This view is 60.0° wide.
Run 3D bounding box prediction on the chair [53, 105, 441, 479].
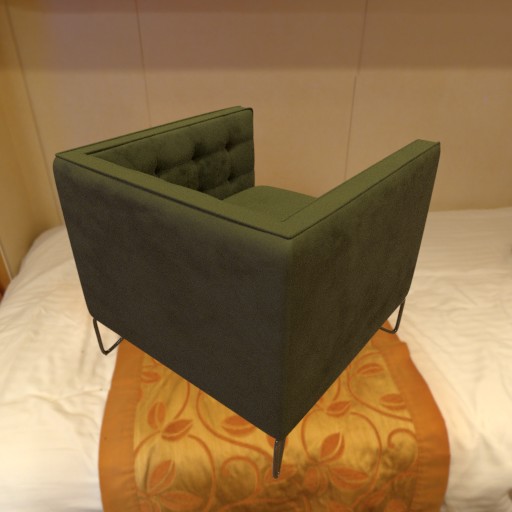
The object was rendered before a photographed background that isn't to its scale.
[{"bbox_3d":[0.000,0.000,1.557,0.880,0.790,0.894,22,37,32],"label":"chair"}]
